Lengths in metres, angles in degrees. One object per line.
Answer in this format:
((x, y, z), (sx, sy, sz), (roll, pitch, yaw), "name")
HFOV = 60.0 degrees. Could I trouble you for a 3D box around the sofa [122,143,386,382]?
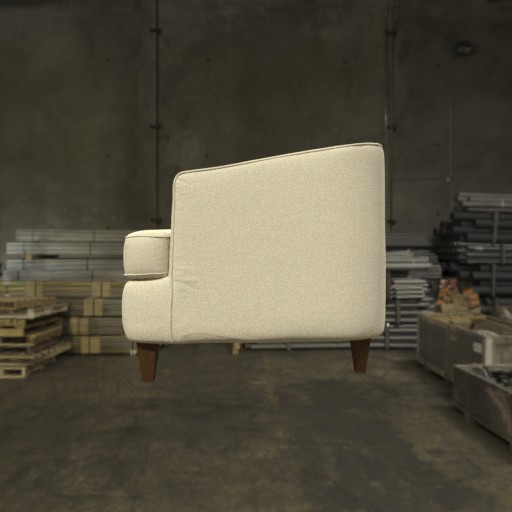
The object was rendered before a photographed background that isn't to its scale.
((0.000, 0.000, 2.235), (0.941, 0.855, 1.733), (0, 1, -2), "sofa")
